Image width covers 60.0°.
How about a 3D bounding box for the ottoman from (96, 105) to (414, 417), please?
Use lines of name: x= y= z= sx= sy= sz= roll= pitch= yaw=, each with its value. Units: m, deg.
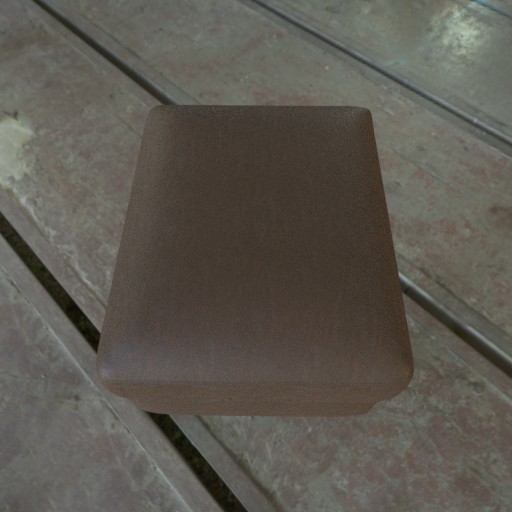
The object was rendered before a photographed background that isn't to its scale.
ottoman: x=0.000 y=0.000 z=1.171 sx=0.635 sy=0.508 sz=0.787 roll=1 pitch=58 yaw=0
